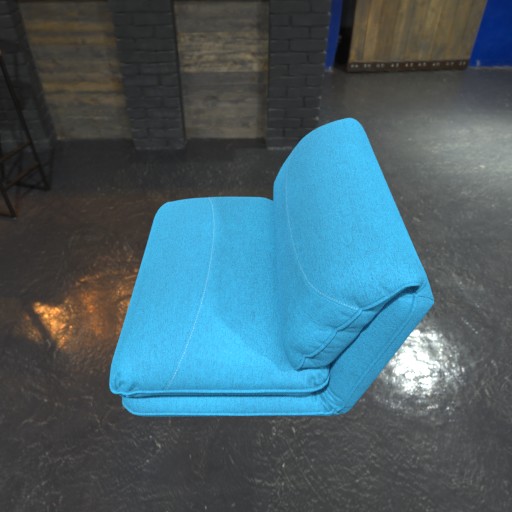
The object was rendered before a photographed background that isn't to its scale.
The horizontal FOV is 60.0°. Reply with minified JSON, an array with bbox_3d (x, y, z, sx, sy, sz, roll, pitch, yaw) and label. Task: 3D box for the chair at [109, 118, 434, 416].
[{"bbox_3d":[0.000,0.000,1.363,0.780,0.580,0.820,0,41,0],"label":"chair"}]
